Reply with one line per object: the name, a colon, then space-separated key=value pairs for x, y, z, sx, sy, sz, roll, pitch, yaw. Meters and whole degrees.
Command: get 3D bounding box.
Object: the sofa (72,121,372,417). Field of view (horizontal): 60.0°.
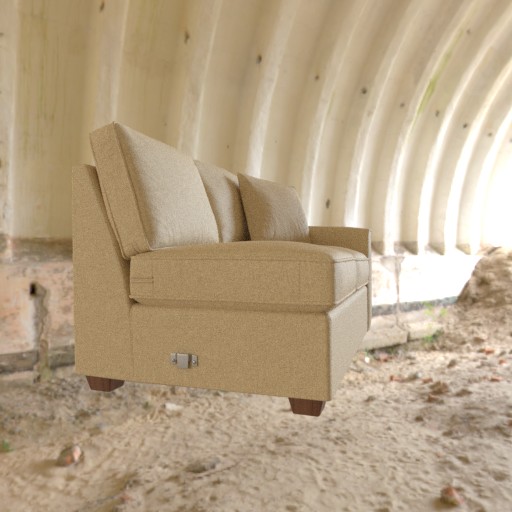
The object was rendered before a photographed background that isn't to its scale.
sofa: x=0.000 y=0.000 z=2.106 sx=0.991 sy=0.989 sz=1.388 roll=0 pitch=1 yaw=19
